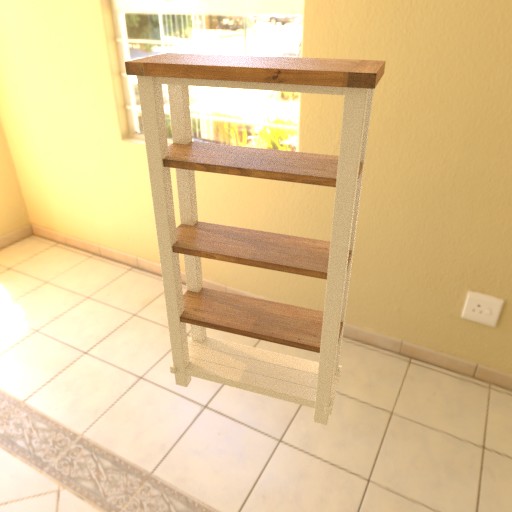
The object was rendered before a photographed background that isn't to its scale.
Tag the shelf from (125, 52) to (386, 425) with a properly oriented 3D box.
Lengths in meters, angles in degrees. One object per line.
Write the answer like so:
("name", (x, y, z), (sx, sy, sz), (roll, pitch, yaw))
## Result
("shelf", (0.000, 0.000, 2.319), (1.022, 1.878, 0.381), (10, 32, 16))
